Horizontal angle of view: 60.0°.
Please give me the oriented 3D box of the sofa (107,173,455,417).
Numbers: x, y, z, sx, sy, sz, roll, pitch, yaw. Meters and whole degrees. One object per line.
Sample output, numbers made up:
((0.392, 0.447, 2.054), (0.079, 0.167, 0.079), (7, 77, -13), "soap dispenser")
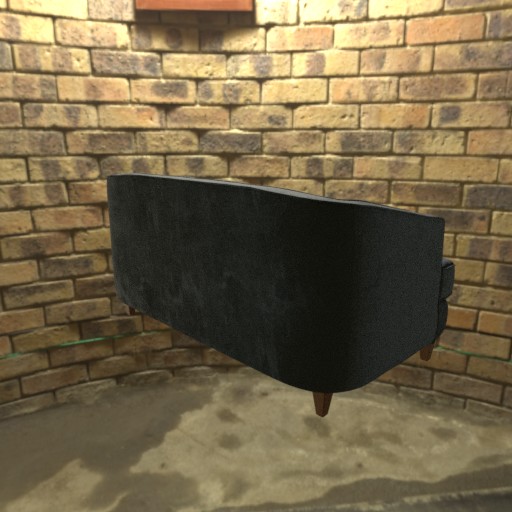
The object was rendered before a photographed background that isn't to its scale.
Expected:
((0.000, 0.000, 2.308), (0.941, 0.854, 1.733), (-14, 20, -43), "sofa")
